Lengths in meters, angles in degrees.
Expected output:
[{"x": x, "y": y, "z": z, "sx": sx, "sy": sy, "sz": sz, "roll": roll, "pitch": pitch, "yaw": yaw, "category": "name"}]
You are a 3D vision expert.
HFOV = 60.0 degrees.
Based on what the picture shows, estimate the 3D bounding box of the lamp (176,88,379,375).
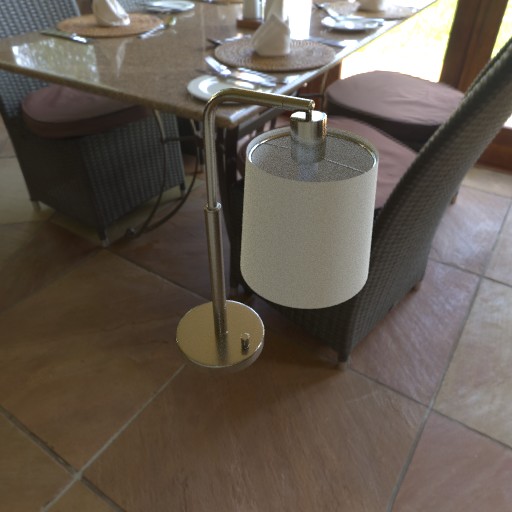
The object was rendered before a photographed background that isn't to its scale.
[{"x": 0.000, "y": 0.000, "z": 0.654, "sx": 0.333, "sy": 0.489, "sz": 0.171, "roll": 25, "pitch": 45, "yaw": 28, "category": "lamp"}]
